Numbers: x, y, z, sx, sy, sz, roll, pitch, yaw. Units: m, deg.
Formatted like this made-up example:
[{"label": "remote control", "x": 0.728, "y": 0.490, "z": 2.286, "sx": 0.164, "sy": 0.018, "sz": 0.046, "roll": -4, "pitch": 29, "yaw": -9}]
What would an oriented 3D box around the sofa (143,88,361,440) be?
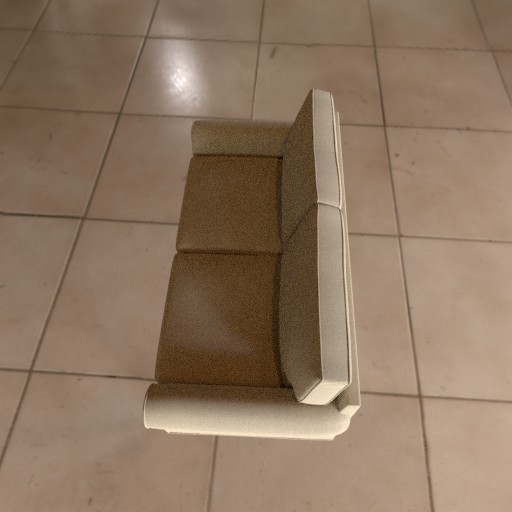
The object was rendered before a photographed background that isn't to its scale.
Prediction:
[{"label": "sofa", "x": 0.000, "y": 0.000, "z": 2.312, "sx": 0.861, "sy": 0.933, "sz": 1.774, "roll": 2, "pitch": 58, "yaw": 1}]
